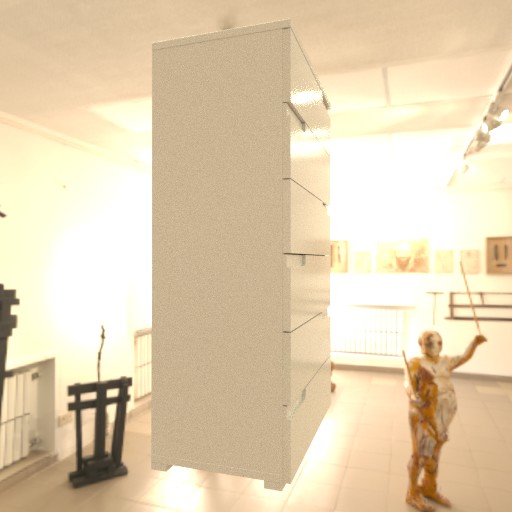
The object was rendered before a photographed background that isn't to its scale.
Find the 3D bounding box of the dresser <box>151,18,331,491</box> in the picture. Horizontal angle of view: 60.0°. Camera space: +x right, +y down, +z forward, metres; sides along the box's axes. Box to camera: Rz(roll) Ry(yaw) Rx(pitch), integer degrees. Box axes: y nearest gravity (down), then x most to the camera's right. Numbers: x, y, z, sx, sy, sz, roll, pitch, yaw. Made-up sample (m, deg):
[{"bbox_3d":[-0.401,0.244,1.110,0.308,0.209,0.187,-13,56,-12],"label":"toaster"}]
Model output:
[{"bbox_3d":[0.000,0.000,1.482,0.400,1.190,0.650,0,-1,18],"label":"dresser"}]
